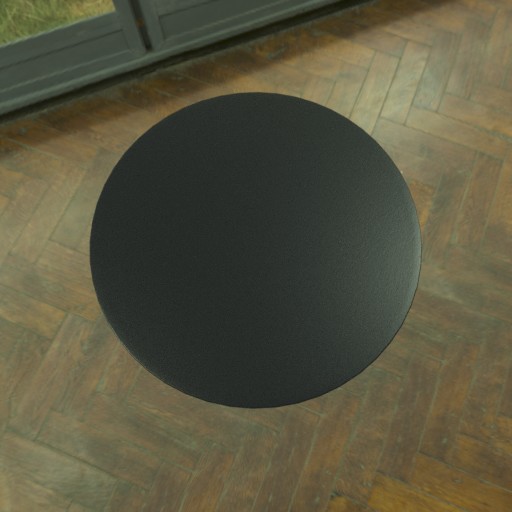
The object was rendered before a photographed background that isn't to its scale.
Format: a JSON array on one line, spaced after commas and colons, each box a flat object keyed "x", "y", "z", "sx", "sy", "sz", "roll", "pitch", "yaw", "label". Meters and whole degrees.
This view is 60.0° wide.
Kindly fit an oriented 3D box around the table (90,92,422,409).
[{"x": 0.000, "y": 0.000, "z": 1.604, "sx": 1.029, "sy": 0.491, "sz": 1.029, "roll": 0, "pitch": 74, "yaw": 0, "label": "table"}]
